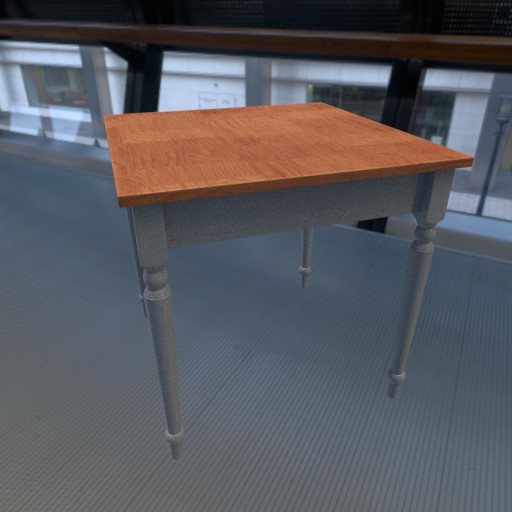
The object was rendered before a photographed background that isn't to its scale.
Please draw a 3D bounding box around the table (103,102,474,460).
[{"bbox_3d":[0.000,0.000,1.341,0.747,0.738,0.747,-9,30,-16],"label":"table"}]
